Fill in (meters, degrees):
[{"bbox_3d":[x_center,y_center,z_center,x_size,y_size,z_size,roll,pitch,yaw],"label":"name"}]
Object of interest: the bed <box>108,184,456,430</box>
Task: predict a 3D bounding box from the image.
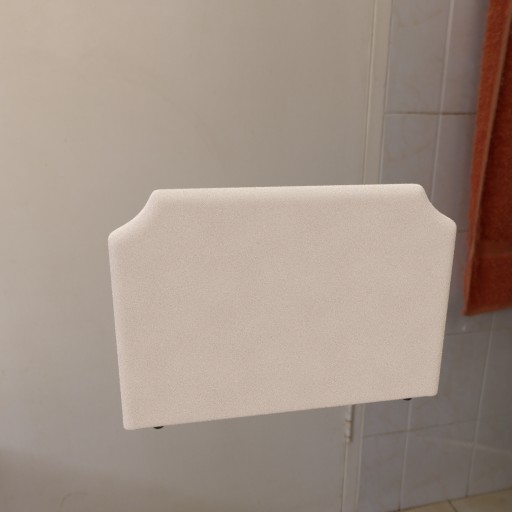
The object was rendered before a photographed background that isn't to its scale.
[{"bbox_3d":[0.000,0.000,3.366,1.827,1.296,2.209,-3,16,-10],"label":"bed"}]
